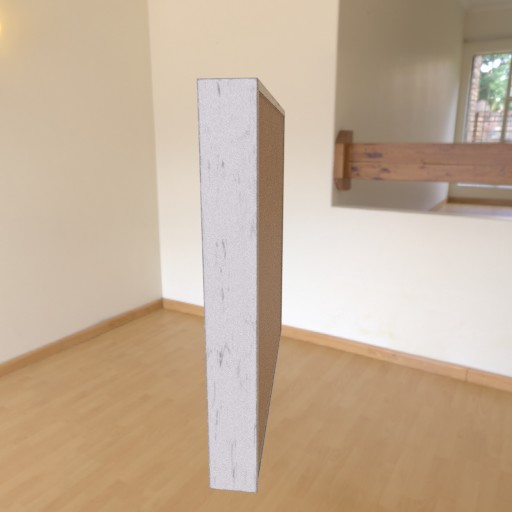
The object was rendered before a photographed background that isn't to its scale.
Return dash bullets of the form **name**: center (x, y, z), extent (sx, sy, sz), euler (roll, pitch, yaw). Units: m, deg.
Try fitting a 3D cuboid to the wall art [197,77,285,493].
- **wall art**: center (0.000, 0.000, 0.458), extent (0.038, 0.305, 0.305), euler (2, 15, 7)
